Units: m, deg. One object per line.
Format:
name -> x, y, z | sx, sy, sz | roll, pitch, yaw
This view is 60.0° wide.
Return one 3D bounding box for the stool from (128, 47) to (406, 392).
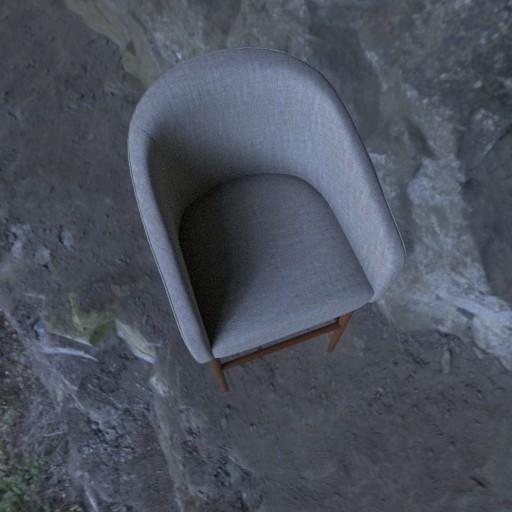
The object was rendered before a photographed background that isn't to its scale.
stool -> 0.000, 0.000, 1.418 | 0.559, 1.078, 0.607 | -18, 65, -9
